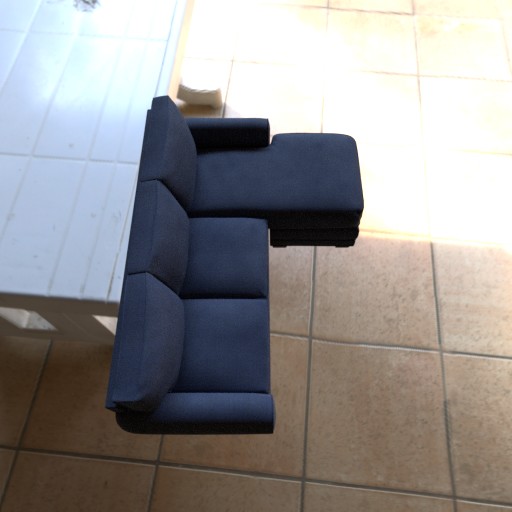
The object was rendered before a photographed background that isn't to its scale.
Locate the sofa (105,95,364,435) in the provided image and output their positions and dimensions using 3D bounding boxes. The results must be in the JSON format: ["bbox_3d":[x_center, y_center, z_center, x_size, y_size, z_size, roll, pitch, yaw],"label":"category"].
[{"bbox_3d":[0.000,0.000,3.409,1.780,1.063,2.567,0,64,0],"label":"sofa"}]
